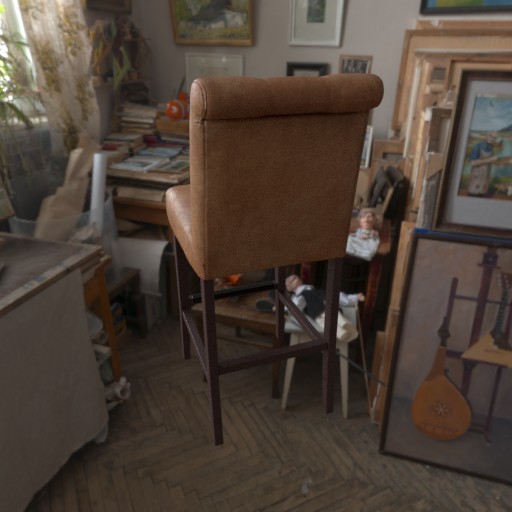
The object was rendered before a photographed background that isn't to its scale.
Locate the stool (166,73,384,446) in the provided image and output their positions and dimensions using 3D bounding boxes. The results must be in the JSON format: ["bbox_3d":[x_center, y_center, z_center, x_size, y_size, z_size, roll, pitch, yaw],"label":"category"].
[{"bbox_3d":[0.000,0.000,1.466,0.493,1.140,0.601,-9,27,-18],"label":"stool"}]
